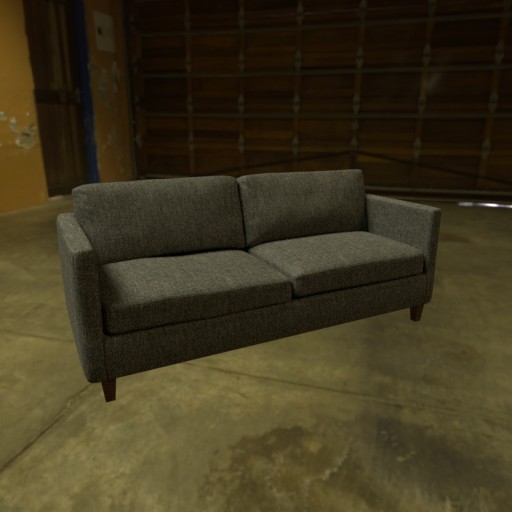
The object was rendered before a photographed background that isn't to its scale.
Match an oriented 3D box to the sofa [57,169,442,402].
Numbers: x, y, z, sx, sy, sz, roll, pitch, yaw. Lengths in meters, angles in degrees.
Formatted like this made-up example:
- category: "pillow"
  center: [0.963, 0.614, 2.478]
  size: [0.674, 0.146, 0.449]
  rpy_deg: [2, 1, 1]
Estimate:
- category: "sofa"
  center: [0.000, 0.000, 2.777]
  size: [2.208, 0.960, 0.948]
  rpy_deg: [-8, 18, -26]
